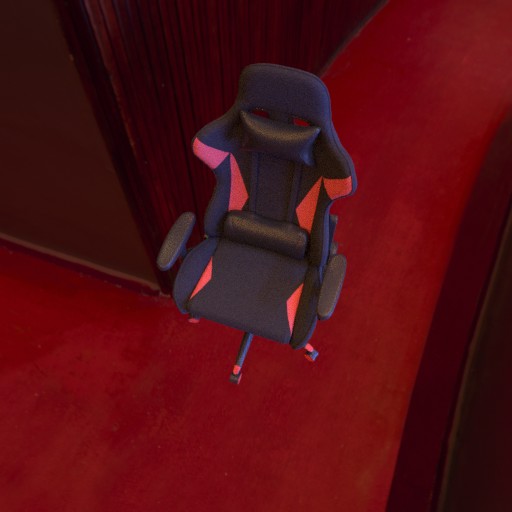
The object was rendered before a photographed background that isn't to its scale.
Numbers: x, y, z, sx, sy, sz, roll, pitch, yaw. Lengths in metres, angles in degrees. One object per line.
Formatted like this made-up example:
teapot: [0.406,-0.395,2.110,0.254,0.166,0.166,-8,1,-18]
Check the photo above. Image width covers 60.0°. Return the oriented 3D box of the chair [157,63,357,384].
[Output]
chair: [0.000,0.000,1.736,0.695,1.326,0.658,16,59,10]
